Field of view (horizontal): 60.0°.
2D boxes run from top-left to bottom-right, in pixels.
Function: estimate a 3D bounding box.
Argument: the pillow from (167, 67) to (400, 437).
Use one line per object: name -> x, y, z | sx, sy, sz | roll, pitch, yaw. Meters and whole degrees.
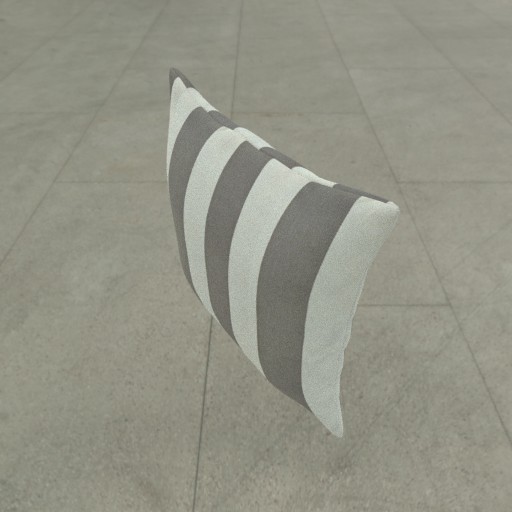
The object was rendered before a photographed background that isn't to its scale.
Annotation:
pillow -> 0.000, 0.000, 0.787 | 0.192, 0.507, 0.522 | -25, 48, -26
